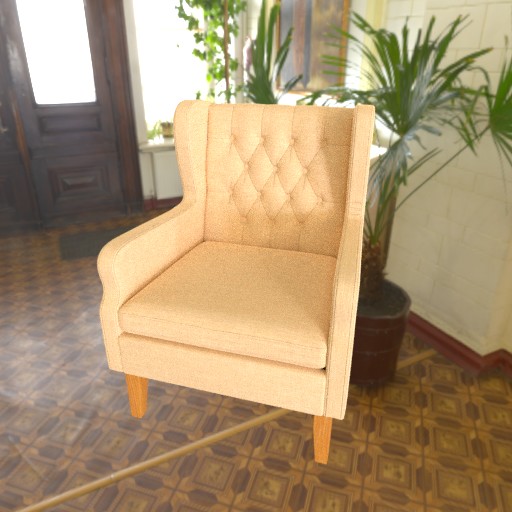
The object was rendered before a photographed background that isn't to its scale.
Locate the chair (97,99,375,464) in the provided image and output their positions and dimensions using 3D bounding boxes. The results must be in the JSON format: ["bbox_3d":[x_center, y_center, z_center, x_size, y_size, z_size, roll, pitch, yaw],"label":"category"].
[{"bbox_3d":[0.000,0.000,1.467,0.710,0.930,0.760,7,26,15],"label":"chair"}]
